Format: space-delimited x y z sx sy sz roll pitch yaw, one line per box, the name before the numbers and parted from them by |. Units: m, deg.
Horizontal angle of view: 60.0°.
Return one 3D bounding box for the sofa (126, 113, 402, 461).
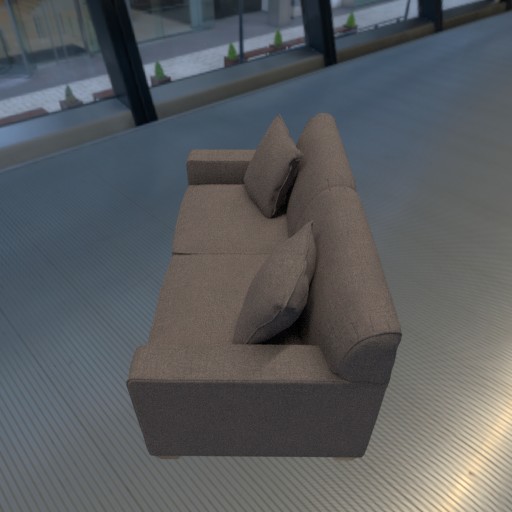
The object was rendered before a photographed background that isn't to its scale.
sofa | 0.000 0.000 2.392 1.000 0.958 1.846 0 40 0
